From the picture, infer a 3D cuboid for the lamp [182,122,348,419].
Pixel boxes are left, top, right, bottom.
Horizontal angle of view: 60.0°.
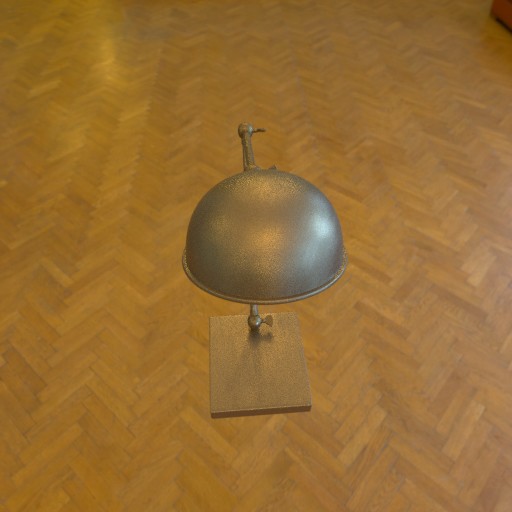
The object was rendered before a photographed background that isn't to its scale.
[{"bbox_3d":[0.000,0.000,0.551,0.149,0.371,0.339,-3,47,-3],"label":"lamp"}]
